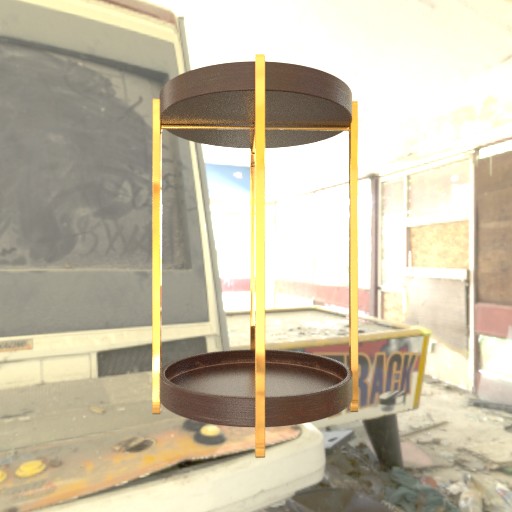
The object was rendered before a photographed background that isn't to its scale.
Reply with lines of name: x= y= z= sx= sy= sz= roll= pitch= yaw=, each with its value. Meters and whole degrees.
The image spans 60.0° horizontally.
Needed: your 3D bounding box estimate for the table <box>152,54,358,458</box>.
table: x=0.000 y=0.000 z=0.869 sx=0.400 sy=0.610 sz=0.400 roll=0 pitch=0 yaw=-2
